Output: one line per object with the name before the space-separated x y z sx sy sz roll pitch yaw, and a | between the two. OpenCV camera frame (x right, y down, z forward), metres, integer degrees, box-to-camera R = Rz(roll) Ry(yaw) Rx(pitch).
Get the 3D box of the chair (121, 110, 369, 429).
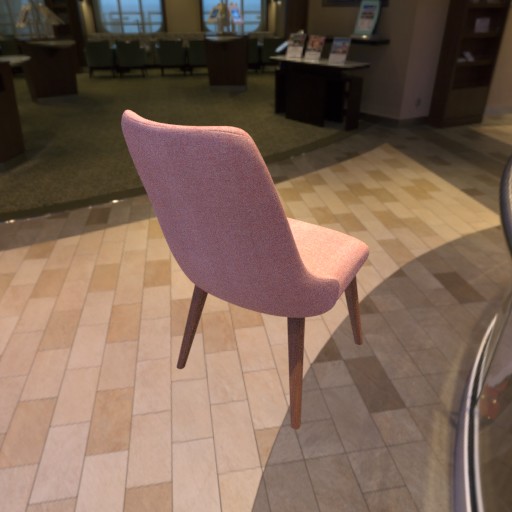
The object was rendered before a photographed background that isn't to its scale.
chair | 0.000 0.000 1.325 0.535 0.918 0.707 19 35 29
